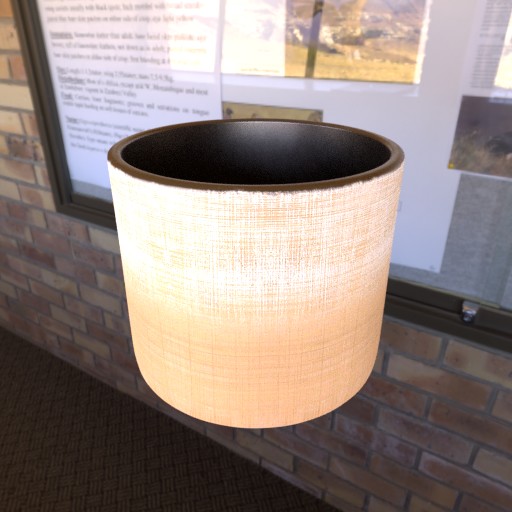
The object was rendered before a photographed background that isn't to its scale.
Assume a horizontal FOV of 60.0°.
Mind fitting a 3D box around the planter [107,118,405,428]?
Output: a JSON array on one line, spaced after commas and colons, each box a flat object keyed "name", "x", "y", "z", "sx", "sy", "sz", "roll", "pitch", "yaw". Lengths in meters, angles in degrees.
[{"name": "planter", "x": 0.000, "y": 0.000, "z": 0.435, "sx": 0.254, "sy": 0.221, "sz": 0.254, "roll": 0, "pitch": 27, "yaw": 0}]
